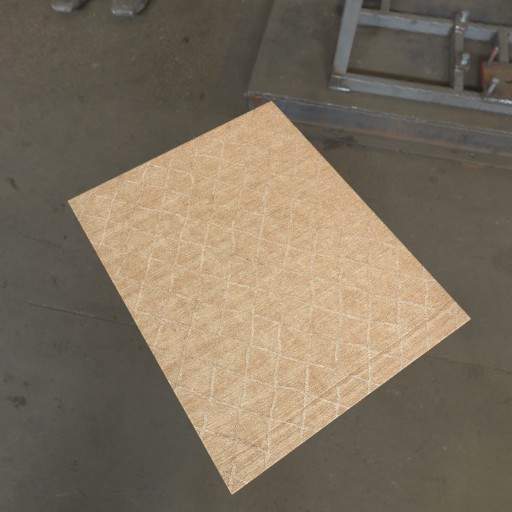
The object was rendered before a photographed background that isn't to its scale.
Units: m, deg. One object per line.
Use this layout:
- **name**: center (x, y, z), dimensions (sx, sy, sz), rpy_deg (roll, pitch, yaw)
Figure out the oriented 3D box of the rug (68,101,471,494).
- **rug**: center (0.000, 0.000, 4.078), dimensions (2.420, 0.019, 3.039), rpy_deg (-31, 67, -14)
